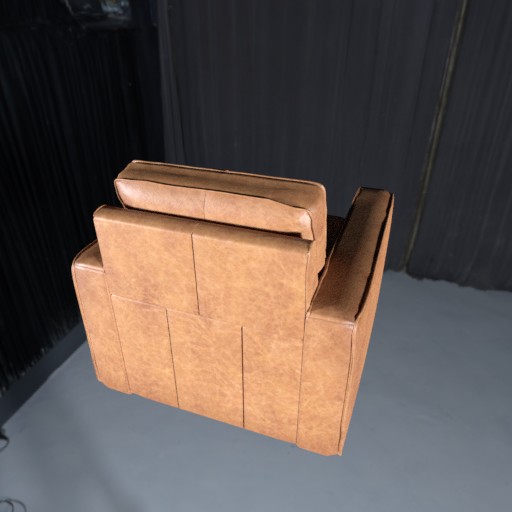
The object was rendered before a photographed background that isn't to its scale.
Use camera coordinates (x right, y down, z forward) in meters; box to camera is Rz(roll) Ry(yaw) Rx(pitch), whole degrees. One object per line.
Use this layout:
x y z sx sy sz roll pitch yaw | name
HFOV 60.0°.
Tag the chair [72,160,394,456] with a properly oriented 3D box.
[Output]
0.000 0.000 1.750 0.987 0.901 1.027 9 32 15 | chair
